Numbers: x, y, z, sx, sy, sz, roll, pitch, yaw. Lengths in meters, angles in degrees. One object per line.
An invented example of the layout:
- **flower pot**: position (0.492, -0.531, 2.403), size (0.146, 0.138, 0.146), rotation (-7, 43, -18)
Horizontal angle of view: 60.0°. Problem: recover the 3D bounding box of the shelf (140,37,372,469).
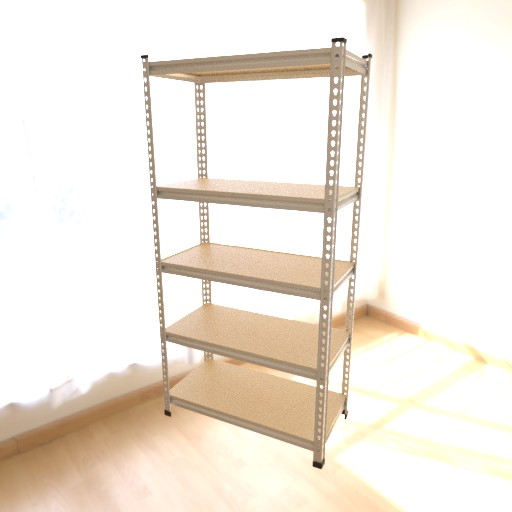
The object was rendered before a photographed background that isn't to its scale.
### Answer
- **shelf**: position (0.000, 0.000, 2.193), size (0.914, 1.829, 0.457), rotation (8, 18, 26)
